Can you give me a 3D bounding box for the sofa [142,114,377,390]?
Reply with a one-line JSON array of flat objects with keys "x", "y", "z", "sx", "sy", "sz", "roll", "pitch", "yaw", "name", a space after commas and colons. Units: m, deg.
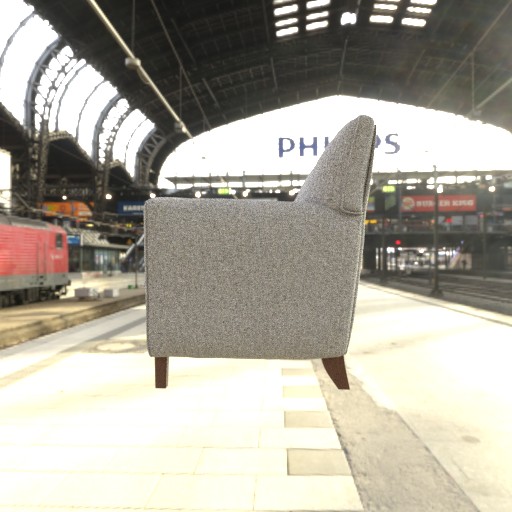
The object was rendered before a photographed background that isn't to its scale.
[{"x": 0.000, "y": 0.000, "z": 2.477, "sx": 0.854, "sy": 0.942, "sz": 2.026, "roll": 0, "pitch": -1, "yaw": 1, "name": "sofa"}]
